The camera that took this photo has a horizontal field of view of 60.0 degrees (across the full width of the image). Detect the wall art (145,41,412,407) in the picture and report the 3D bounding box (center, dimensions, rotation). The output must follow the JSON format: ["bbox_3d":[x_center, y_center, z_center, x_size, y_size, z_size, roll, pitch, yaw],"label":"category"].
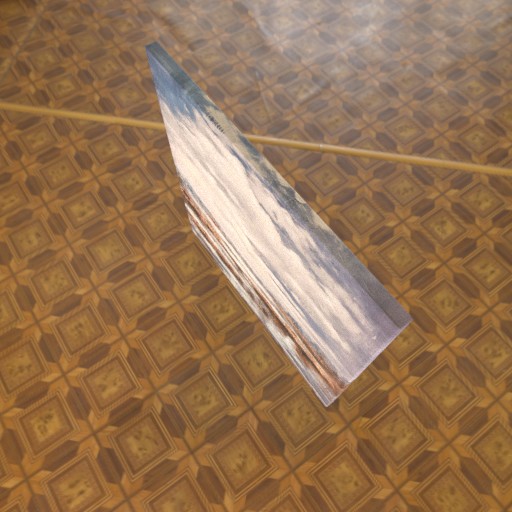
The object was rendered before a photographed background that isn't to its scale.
[{"bbox_3d":[0.000,0.000,1.508,0.040,1.020,1.010,-33,68,-15],"label":"wall art"}]
